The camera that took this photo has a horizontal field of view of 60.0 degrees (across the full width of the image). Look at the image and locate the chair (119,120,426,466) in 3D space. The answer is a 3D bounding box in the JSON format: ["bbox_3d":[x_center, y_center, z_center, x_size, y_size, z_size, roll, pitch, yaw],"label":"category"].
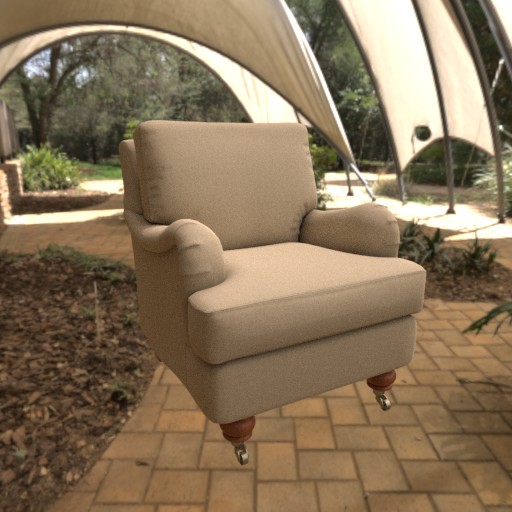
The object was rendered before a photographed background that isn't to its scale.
[{"bbox_3d":[0.000,0.000,1.828,0.895,1.076,1.078,-8,17,-27],"label":"chair"}]
